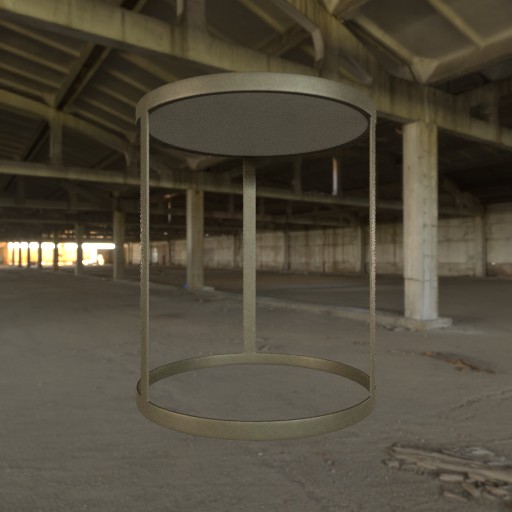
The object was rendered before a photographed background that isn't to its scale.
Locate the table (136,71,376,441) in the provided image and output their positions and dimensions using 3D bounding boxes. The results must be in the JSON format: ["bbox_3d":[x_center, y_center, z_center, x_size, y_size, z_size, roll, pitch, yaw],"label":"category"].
[{"bbox_3d":[0.000,0.000,0.917,0.480,0.565,0.480,0,0,0],"label":"table"}]
